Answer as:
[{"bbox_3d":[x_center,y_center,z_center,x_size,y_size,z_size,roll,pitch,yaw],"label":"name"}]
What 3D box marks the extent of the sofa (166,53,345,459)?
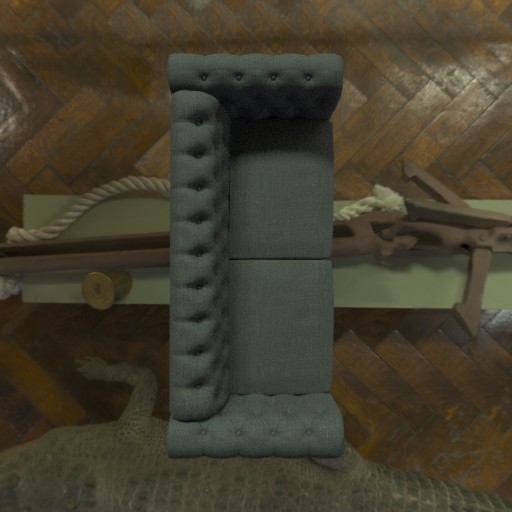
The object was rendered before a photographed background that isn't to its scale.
[{"bbox_3d":[0.000,0.000,2.279,0.783,0.797,1.798,0,89,0],"label":"sofa"}]
